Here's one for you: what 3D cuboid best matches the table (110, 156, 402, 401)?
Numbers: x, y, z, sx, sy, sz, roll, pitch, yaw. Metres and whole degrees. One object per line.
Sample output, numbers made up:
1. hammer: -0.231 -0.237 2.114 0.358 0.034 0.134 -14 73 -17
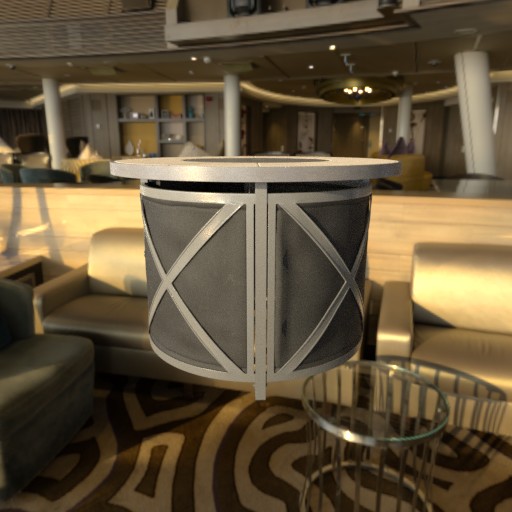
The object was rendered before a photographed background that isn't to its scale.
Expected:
1. table: 0.000 0.000 1.533 0.914 0.650 0.914 0 14 0
